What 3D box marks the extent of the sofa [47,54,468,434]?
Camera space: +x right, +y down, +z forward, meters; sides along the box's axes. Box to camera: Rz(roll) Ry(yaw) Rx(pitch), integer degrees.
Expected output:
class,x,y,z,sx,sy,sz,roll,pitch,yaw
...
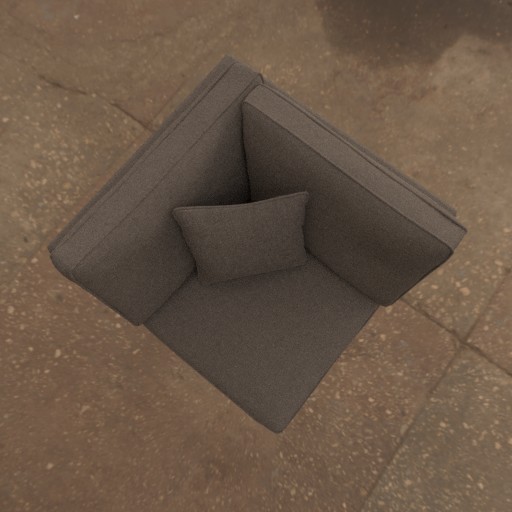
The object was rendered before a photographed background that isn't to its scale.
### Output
class,x,y,z,sx,sy,sz,roll,pitch,yaw
sofa,0.000,0.000,1.916,1.146,1.002,1.084,38,79,9
